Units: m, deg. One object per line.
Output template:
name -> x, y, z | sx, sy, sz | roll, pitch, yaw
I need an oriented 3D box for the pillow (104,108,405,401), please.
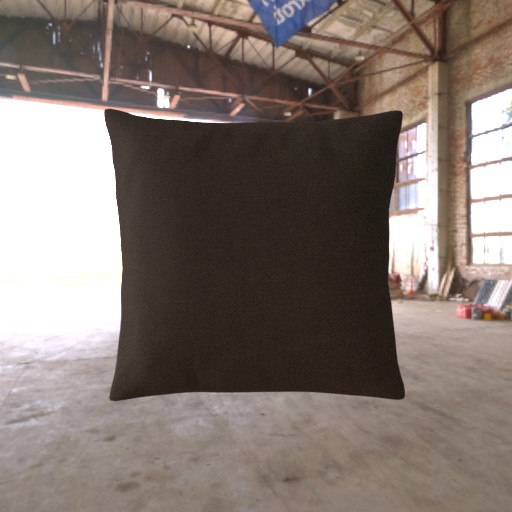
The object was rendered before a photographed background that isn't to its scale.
pillow -> 0.000, 0.000, 0.772 | 0.523, 0.506, 0.166 | 0, 0, -1
